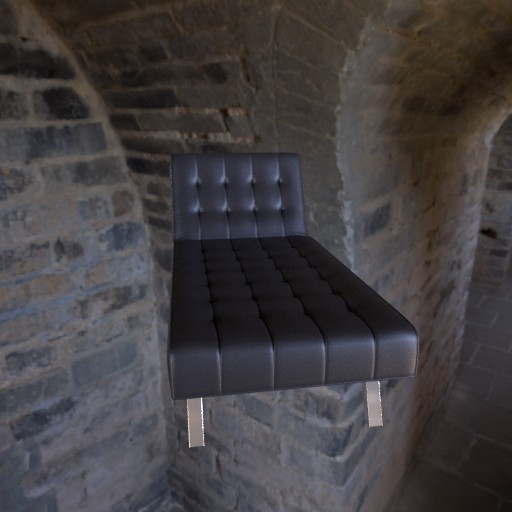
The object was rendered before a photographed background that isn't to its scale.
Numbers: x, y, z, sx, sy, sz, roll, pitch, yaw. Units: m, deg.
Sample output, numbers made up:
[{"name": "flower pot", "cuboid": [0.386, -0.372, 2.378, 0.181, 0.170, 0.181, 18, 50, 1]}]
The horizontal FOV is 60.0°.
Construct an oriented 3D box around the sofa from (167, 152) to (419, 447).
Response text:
[{"name": "sofa", "cuboid": [0.000, 0.000, 1.979, 0.760, 0.820, 1.560, -3, 17, -9]}]
